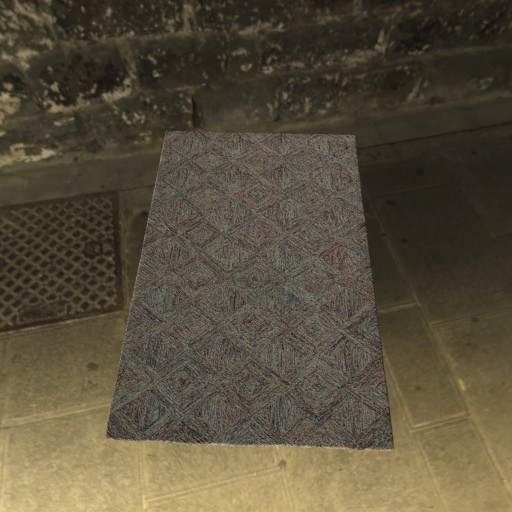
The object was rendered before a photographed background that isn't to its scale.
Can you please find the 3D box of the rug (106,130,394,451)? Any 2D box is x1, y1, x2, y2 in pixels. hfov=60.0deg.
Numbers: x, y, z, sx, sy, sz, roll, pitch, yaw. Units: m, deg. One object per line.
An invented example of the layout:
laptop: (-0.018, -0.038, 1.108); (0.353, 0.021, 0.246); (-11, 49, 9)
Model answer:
rug: (0.000, 0.000, 2.198); (1.143, 0.014, 1.761); (1, 58, 1)
